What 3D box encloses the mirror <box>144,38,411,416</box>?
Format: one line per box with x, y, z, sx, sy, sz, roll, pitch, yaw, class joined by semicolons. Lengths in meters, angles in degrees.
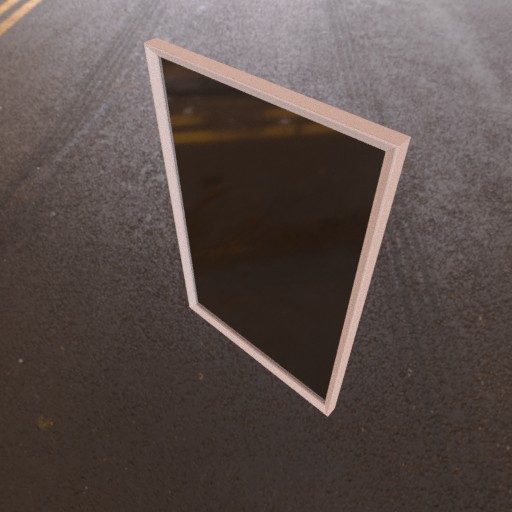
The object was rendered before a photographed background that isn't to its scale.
0.000;0.000;1.139;0.609;0.915;0.041;33;54;28;mirror
